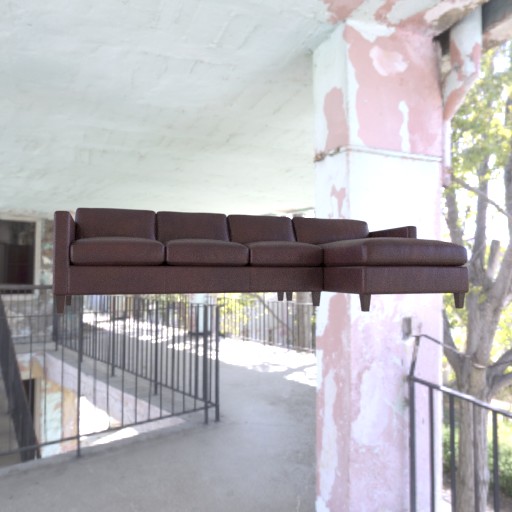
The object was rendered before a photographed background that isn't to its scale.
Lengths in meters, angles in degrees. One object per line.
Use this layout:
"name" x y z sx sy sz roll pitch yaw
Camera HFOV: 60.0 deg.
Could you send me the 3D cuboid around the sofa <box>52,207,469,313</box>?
"sofa" 0.000 0.000 3.855 3.203 0.883 1.581 1 -2 -19
